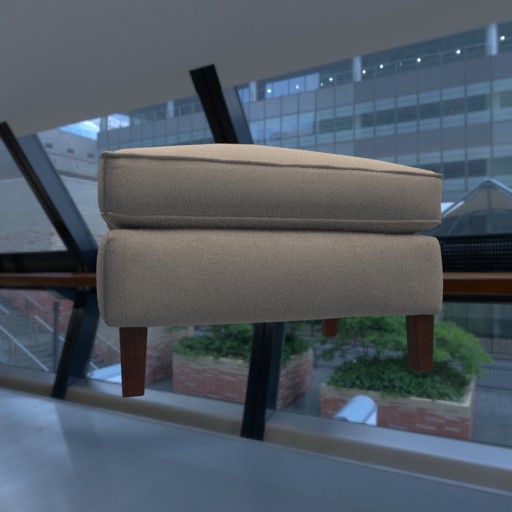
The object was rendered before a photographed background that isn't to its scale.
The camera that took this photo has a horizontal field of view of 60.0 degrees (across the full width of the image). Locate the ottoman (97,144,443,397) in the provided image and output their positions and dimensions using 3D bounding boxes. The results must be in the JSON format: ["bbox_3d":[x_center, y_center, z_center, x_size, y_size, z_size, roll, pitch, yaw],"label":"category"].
[{"bbox_3d":[0.000,0.000,1.001,0.665,0.456,0.501,0,0,-17],"label":"ottoman"}]
